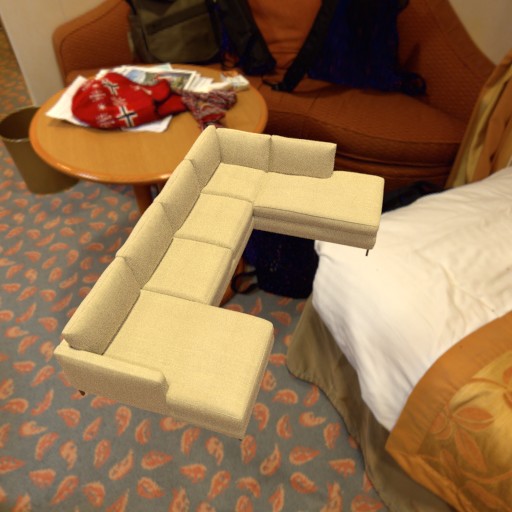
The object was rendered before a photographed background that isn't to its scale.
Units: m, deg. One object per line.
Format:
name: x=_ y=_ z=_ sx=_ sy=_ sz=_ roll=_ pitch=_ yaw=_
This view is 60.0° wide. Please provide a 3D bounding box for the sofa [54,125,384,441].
sofa: x=0.000 y=0.000 z=3.604 sx=1.879 sy=0.756 sz=2.737 roll=11 pitch=47 yaw=11
